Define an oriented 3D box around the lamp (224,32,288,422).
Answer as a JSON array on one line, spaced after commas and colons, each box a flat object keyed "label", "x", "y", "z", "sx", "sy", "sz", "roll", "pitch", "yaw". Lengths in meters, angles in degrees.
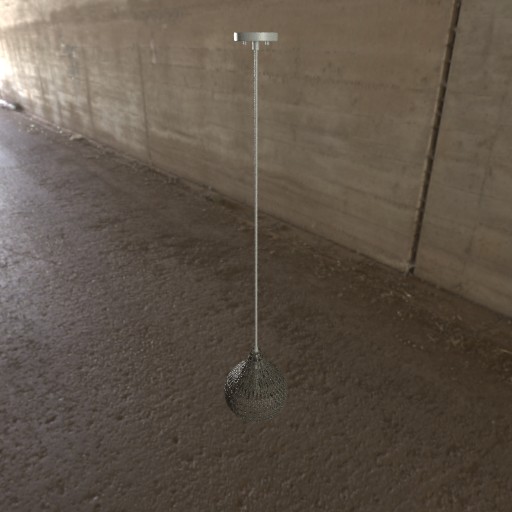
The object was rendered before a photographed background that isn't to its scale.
[{"label": "lamp", "x": 0.000, "y": 0.000, "z": 2.132, "sx": 0.355, "sy": 1.919, "sz": 0.355, "roll": 8, "pitch": 27, "yaw": 17}]
